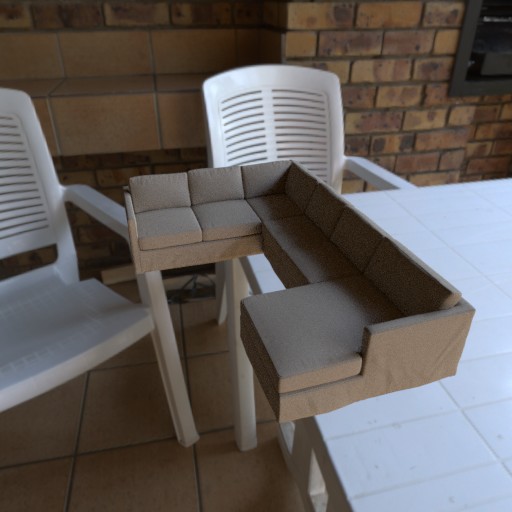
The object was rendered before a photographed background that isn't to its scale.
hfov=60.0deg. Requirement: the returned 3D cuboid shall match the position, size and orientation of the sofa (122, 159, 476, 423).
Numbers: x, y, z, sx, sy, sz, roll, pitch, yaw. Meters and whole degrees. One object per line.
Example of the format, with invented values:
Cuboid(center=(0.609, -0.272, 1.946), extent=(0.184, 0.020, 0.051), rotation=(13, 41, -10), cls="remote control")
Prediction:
Cuboid(center=(0.000, 0.000, 4.560), extent=(2.427, 0.882, 3.460), rotation=(-9, 32, -15), cls="sofa")
